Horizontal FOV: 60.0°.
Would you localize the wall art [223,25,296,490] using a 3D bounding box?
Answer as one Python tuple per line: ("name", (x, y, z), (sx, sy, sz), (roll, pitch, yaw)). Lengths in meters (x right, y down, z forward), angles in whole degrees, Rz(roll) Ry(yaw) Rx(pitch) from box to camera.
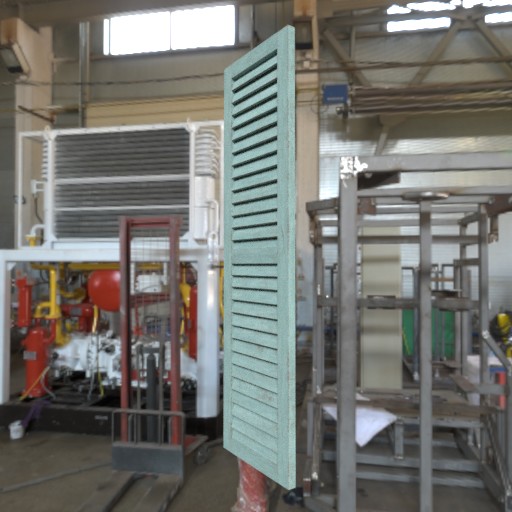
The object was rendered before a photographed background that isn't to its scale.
("wall art", (0.000, 0.000, 1.301), (0.025, 1.219, 0.329), (1, -1, -35))
